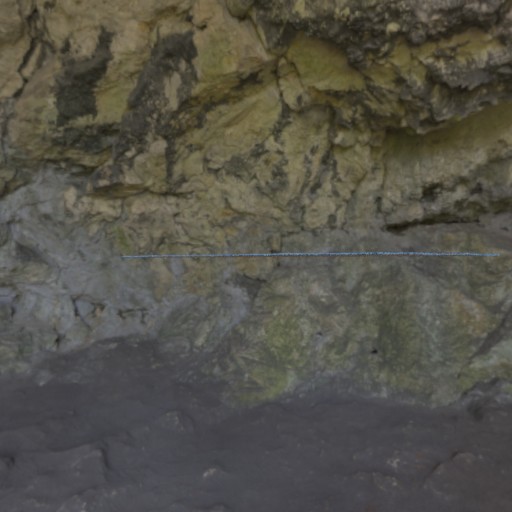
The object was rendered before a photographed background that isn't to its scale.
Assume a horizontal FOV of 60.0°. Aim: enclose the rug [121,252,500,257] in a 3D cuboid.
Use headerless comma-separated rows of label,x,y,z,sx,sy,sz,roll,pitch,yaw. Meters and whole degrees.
rug,0.000,0.000,2.636,0.801,0.010,2.459,0,0,-36
